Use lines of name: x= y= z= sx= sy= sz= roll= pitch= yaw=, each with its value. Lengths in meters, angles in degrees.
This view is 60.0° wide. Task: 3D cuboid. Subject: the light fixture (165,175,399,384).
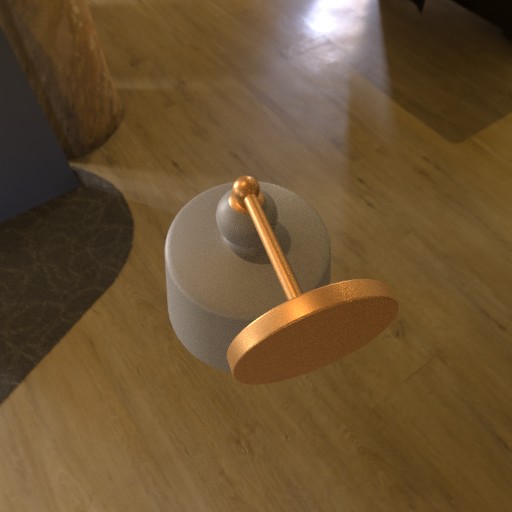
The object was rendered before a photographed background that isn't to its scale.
light fixture: x=0.000 y=0.000 z=0.436 sx=0.204 sy=0.268 sz=0.254 roll=-17 pitch=59 yaw=-10
